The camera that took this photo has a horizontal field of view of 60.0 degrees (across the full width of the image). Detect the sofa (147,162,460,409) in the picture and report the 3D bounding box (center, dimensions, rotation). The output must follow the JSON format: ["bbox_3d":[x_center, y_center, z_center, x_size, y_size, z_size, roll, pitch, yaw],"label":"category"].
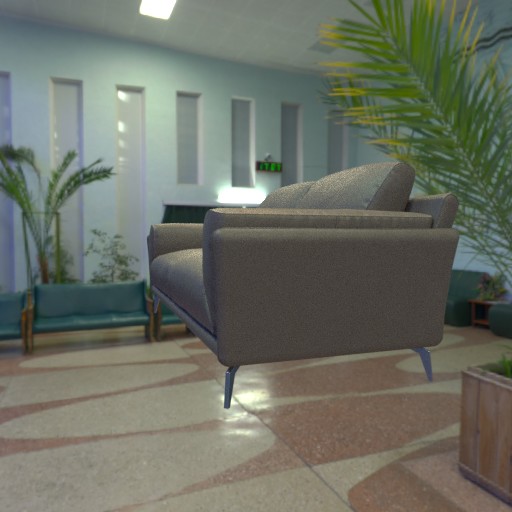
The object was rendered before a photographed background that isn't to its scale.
[{"bbox_3d":[0.000,0.000,2.570,1.049,0.930,2.101,-1,2,-19],"label":"sofa"}]
